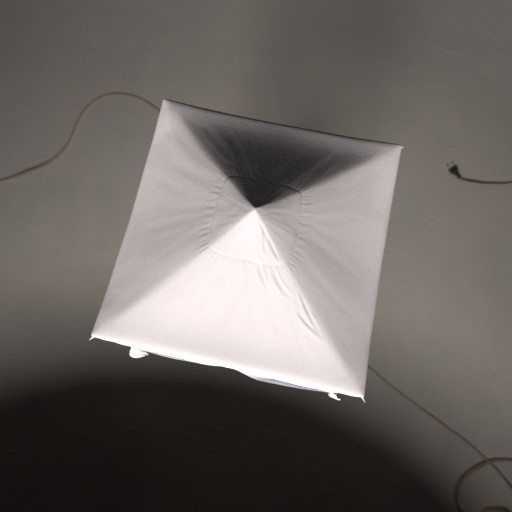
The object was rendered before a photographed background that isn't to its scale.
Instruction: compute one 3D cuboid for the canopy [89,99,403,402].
[{"bbox_3d":[0.000,0.000,5.564,3.043,2.997,3.121,12,76,3],"label":"canopy"}]
